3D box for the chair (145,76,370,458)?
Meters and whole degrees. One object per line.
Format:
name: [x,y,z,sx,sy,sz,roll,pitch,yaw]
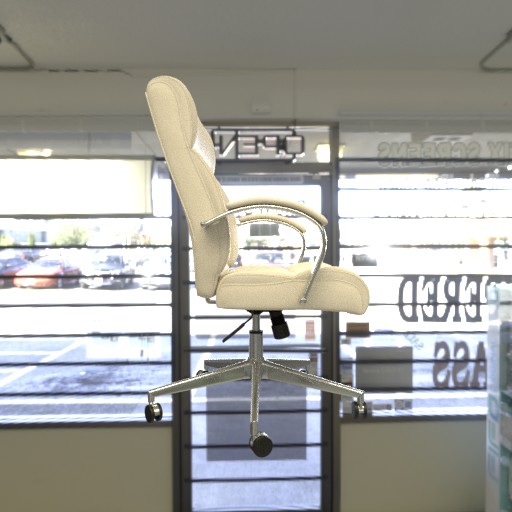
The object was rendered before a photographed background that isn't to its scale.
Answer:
chair: [0.000,0.000,1.566,0.745,1.099,0.727,0,1,1]
